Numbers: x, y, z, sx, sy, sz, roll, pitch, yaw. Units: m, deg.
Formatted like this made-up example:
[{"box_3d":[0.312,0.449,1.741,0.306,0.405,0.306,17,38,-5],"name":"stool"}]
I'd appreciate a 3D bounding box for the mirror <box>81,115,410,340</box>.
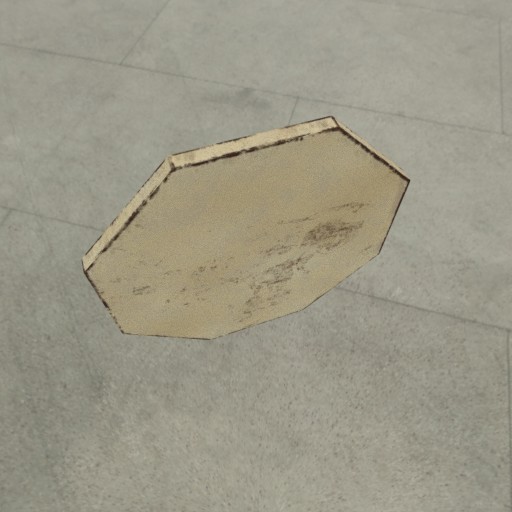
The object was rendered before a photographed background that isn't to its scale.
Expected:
[{"box_3d":[0.000,0.000,0.950,0.648,0.648,0.031,-17,59,-10],"name":"mirror"}]
